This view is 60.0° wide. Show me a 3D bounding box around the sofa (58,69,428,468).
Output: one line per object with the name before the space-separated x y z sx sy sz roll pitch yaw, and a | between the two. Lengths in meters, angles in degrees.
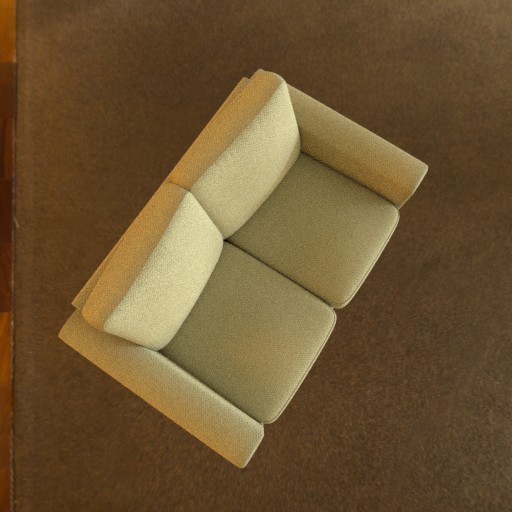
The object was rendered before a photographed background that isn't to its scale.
sofa | 0.000 0.000 2.137 1.016 0.873 1.616 33 79 7
